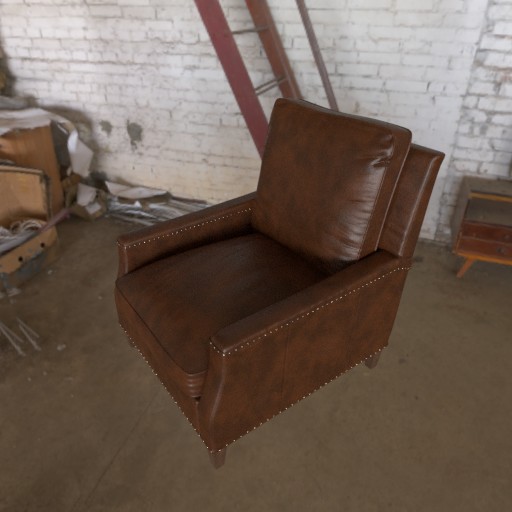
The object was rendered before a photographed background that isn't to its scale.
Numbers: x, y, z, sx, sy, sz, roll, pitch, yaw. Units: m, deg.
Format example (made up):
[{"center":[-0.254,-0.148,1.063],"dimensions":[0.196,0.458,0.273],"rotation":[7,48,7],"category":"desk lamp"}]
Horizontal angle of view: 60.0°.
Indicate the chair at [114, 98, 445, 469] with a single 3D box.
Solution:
[{"center":[0.000,0.000,1.810],"dimensions":[1.035,1.054,0.854],"rotation":[-21,38,-30],"category":"chair"}]
